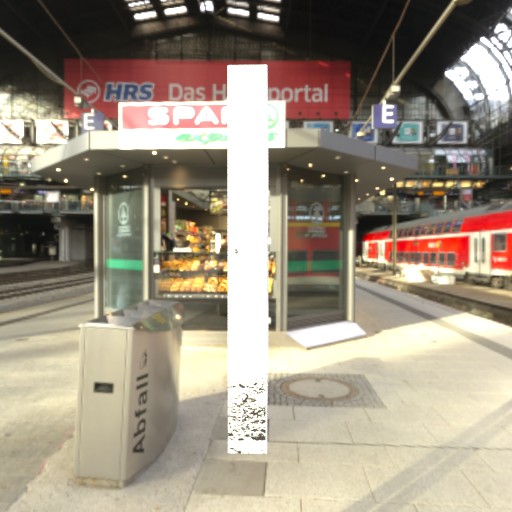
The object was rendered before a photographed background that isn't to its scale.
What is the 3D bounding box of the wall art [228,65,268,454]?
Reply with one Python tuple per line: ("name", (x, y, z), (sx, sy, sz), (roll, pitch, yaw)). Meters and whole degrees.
("wall art", (0.000, 0.000, 0.776), (0.042, 0.414, 0.608), (0, 1, 2))
